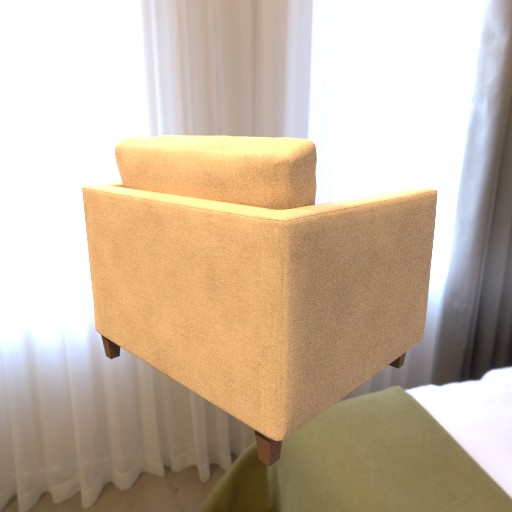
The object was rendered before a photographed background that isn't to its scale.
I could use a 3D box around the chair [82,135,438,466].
[{"bbox_3d":[0.000,0.000,1.830,1.133,0.961,0.959,14,20,42],"label":"chair"}]
